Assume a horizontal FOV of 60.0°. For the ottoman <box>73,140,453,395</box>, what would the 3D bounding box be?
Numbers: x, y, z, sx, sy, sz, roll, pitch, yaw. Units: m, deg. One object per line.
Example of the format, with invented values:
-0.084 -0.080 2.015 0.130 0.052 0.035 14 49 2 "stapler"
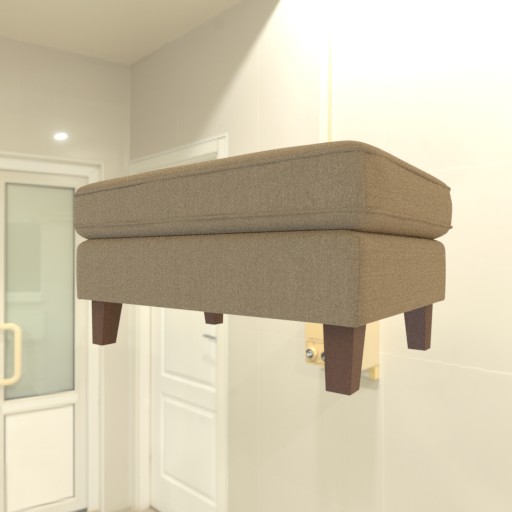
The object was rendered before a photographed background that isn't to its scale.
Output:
0.000 0.000 1.286 0.945 0.521 0.636 0 0 37 "ottoman"
